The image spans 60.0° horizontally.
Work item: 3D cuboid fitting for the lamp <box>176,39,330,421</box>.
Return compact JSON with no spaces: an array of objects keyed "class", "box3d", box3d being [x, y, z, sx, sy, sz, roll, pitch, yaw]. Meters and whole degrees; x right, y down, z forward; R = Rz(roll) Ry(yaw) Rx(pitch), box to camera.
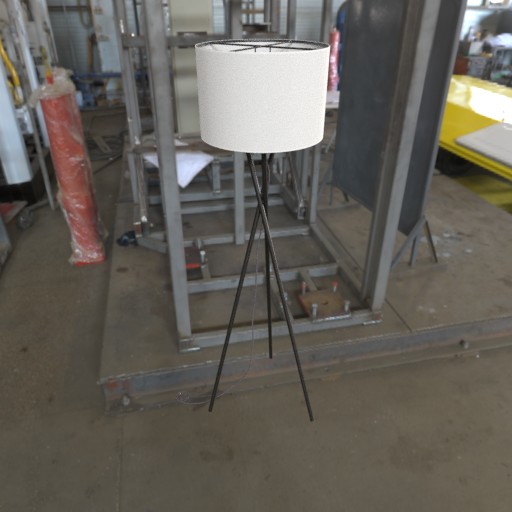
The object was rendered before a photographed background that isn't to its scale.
[{"class":"lamp","box3d":[0.000,0.000,1.871,0.667,1.624,0.522,18,35,27]}]
